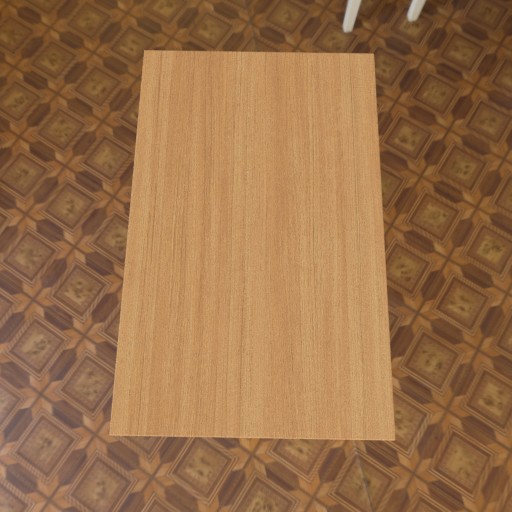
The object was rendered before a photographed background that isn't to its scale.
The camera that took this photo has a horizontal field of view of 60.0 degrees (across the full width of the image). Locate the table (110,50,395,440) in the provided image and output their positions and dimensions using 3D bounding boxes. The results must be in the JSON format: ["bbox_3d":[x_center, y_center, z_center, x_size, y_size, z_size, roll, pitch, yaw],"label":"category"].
[{"bbox_3d":[0.000,0.000,1.572,0.700,0.734,1.100,1,76,0],"label":"table"}]
